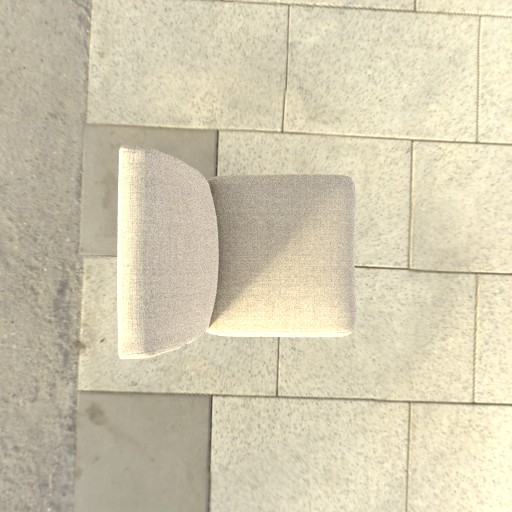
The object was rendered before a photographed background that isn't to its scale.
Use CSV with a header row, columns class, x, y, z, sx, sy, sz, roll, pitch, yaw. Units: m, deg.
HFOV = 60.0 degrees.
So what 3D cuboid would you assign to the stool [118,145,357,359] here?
class,x,y,z,sx,sy,sz,roll,pitch,yaw
stool,0.000,0.000,1.399,0.569,1.106,0.483,0,89,-1
